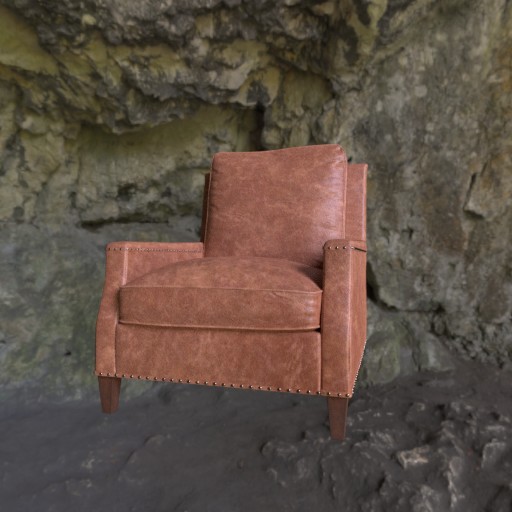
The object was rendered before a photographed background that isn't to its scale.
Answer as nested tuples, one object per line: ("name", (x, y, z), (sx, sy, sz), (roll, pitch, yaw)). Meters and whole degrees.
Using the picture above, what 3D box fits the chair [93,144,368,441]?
("chair", (0.000, 0.000, 1.822), (0.854, 1.054, 1.035), (0, 0, 17))
